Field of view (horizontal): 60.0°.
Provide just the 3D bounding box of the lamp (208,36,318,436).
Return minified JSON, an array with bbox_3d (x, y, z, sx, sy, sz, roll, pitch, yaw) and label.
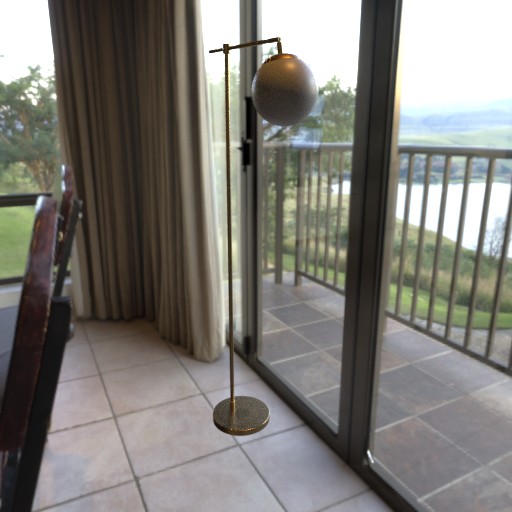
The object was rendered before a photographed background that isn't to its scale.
[{"bbox_3d":[0.000,0.000,1.678,0.476,1.505,0.249,15,21,42],"label":"lamp"}]
